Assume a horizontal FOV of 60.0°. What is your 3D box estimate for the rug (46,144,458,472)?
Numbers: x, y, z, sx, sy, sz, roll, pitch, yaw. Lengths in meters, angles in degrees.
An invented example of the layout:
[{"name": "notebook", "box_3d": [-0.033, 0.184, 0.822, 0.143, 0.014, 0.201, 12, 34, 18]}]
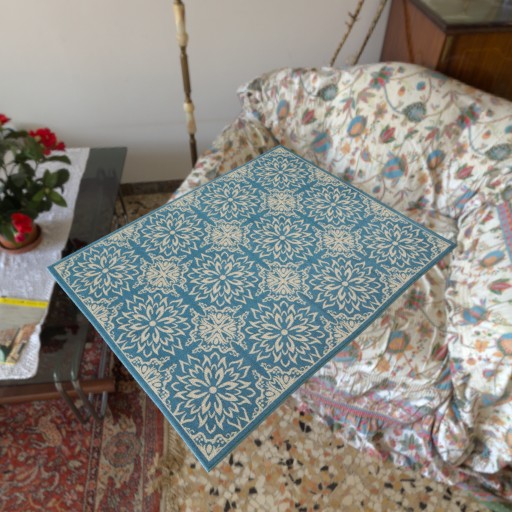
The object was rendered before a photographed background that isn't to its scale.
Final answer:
[{"name": "rug", "box_3d": [0.000, 0.000, 4.044, 2.964, 0.018, 2.350, -33, 55, -28]}]
